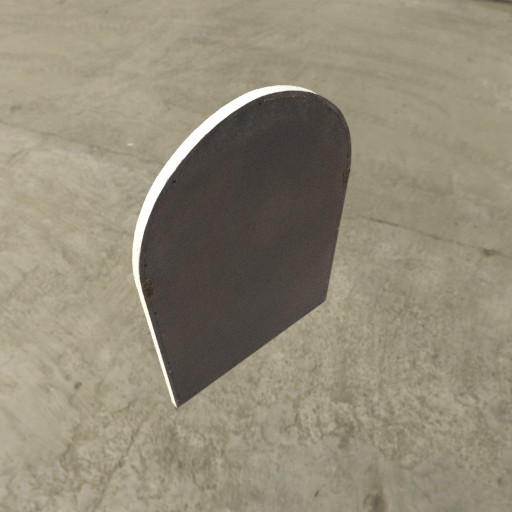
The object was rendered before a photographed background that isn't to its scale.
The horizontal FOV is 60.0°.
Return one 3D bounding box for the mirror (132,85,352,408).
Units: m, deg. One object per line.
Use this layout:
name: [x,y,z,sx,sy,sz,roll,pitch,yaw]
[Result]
mirror: [0.000,0.000,1.198,0.660,0.920,0.032,-31,54,-26]
